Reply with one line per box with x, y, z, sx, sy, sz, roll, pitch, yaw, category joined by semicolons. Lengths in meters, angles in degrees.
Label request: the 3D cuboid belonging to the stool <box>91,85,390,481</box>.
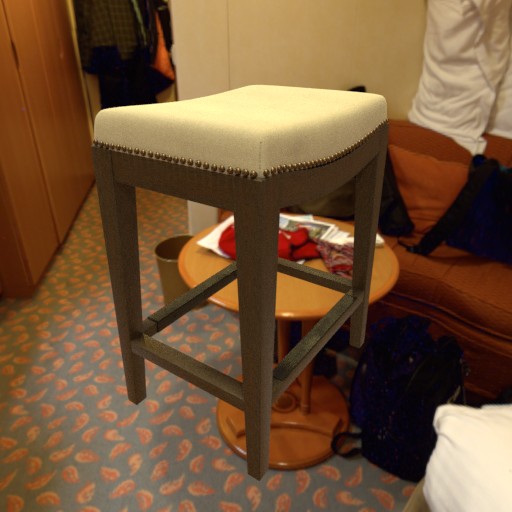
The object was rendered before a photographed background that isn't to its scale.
0.000;0.000;0.956;0.361;0.642;0.500;17;32;30;stool
